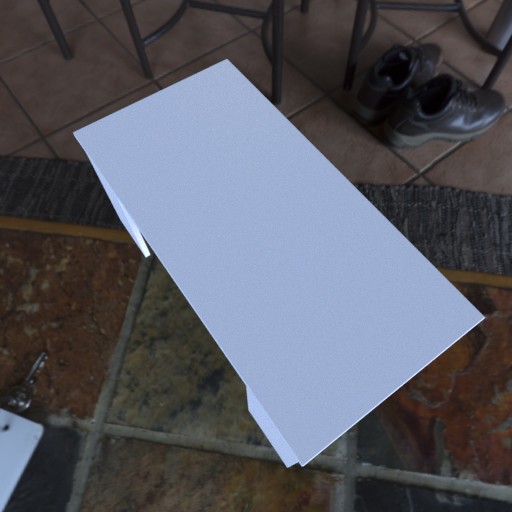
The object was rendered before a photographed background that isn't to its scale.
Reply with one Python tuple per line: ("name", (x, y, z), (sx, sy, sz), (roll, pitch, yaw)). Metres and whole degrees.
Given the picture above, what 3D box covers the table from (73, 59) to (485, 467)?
("table", (0.000, 0.000, 1.269), (0.500, 0.440, 1.000), (-32, 67, -15))
